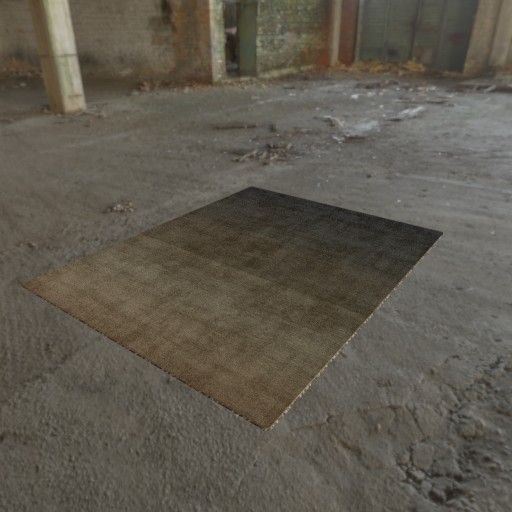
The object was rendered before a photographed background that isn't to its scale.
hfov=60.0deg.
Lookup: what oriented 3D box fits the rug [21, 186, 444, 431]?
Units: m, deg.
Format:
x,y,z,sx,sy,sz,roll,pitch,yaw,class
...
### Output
x,y,z,sx,sy,sz,roll,pitch,yaw,class
0.000,0.000,3.775,2.306,0.017,2.902,19,33,32,rug
